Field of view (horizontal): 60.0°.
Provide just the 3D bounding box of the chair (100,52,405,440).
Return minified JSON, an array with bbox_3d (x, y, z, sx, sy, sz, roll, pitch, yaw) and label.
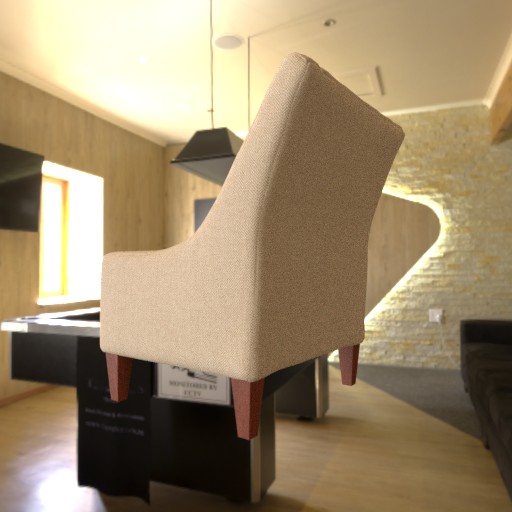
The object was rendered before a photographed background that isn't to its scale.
[{"bbox_3d":[0.000,0.000,1.630,0.870,1.014,0.774,-1,-1,36],"label":"chair"}]
